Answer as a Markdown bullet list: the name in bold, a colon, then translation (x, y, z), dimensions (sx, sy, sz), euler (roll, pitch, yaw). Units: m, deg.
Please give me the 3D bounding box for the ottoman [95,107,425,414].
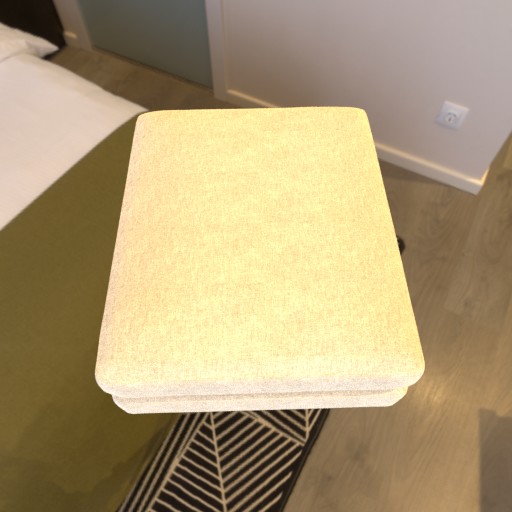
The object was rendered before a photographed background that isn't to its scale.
- **ottoman**: translation (0.000, 0.000, 1.259), dimensions (0.693, 0.474, 0.821), euler (-1, 58, -1)
